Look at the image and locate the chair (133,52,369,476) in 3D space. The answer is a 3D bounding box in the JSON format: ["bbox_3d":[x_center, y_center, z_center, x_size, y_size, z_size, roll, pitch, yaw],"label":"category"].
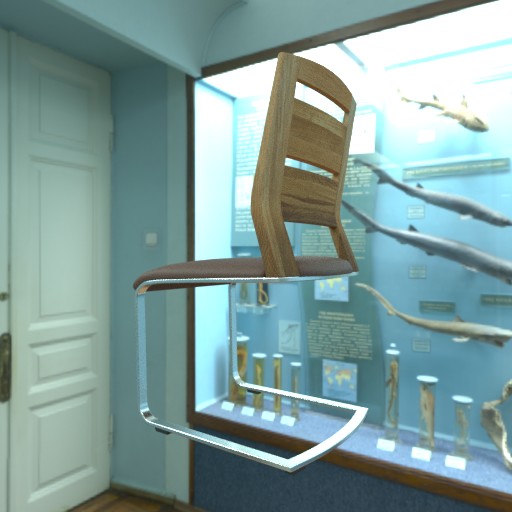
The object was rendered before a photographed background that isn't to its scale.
[{"bbox_3d":[0.000,0.000,1.303,0.570,0.970,0.460,0,0,35],"label":"chair"}]
